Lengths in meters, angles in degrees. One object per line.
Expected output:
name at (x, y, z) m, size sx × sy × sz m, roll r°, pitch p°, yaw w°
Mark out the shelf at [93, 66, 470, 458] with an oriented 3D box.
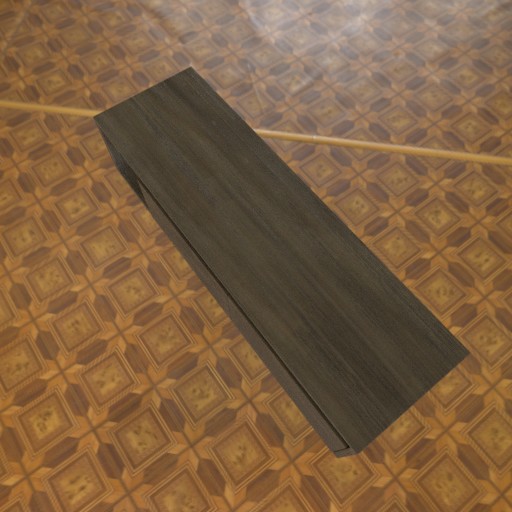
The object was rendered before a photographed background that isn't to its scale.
shelf at (0.000, 0.000, 1.532) m, size 0.400 × 0.495 × 1.300 m, roll -34°, pitch 69°, yaw -15°
